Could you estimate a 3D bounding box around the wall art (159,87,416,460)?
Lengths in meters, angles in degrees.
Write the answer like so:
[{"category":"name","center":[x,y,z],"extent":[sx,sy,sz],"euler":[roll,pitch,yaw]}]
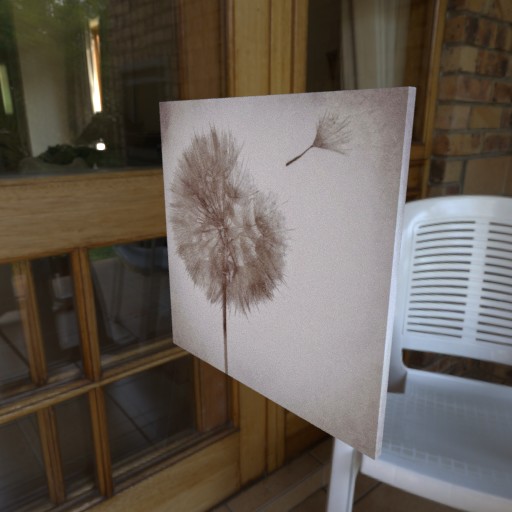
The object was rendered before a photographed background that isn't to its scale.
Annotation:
[{"category":"wall art","center":[0.000,0.000,1.125],"extent":[0.027,0.762,0.762],"euler":[-16,23,-42]}]
